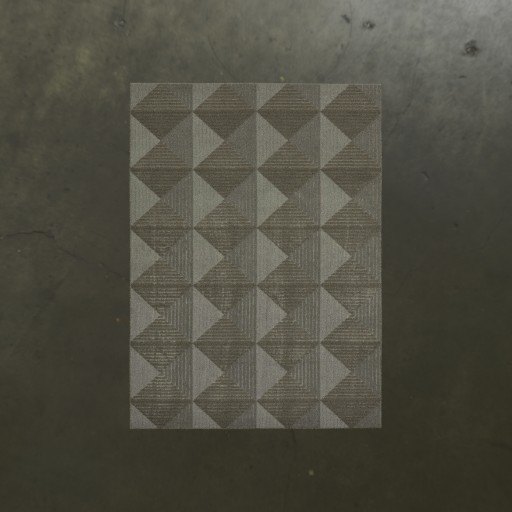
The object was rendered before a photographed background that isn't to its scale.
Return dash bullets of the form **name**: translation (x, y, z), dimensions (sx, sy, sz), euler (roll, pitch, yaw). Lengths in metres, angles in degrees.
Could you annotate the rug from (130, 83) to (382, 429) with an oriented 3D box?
- **rug**: translation (0.000, 0.000, 4.280), dimensions (2.428, 0.027, 3.333), euler (0, 90, -1)
